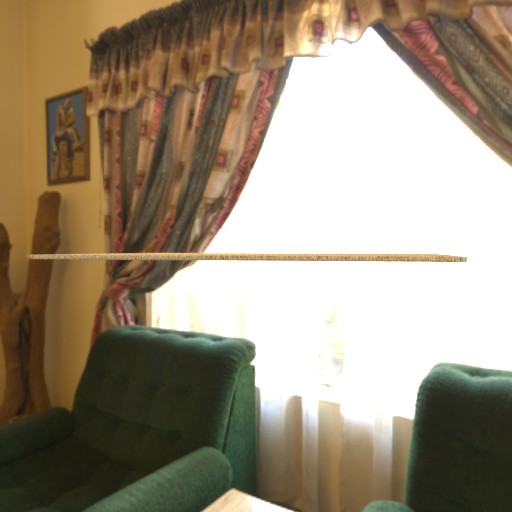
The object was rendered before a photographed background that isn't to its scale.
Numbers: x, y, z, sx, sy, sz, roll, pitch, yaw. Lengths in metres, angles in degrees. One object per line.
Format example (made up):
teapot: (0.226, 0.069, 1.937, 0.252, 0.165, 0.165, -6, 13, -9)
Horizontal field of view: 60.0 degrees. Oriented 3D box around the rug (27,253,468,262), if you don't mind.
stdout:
rug: (0.000, 0.000, 2.926, 2.349, 0.025, 1.500, 0, 1, 17)
